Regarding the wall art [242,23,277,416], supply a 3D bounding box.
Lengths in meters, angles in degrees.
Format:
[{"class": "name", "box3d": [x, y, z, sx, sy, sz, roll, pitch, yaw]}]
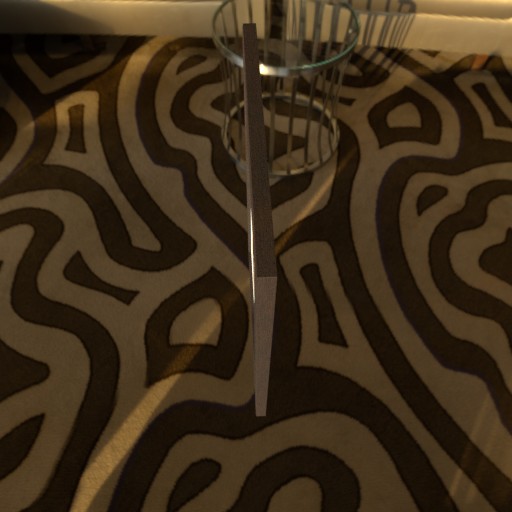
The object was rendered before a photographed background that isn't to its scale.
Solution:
[{"class": "wall art", "box3d": [0.000, 0.000, 0.671, 0.017, 0.513, 0.359, -2, 58, -1]}]
